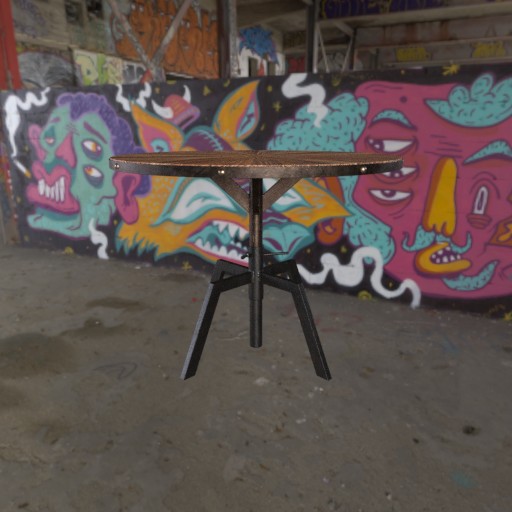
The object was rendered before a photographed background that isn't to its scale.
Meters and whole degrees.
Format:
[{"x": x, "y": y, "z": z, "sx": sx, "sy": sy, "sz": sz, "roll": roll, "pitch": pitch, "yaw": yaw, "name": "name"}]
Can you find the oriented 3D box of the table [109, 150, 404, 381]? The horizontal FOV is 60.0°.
[{"x": 0.000, "y": 0.000, "z": 1.484, "sx": 0.885, "sy": 0.658, "sz": 0.885, "roll": 0, "pitch": 15, "yaw": 0, "name": "table"}]
